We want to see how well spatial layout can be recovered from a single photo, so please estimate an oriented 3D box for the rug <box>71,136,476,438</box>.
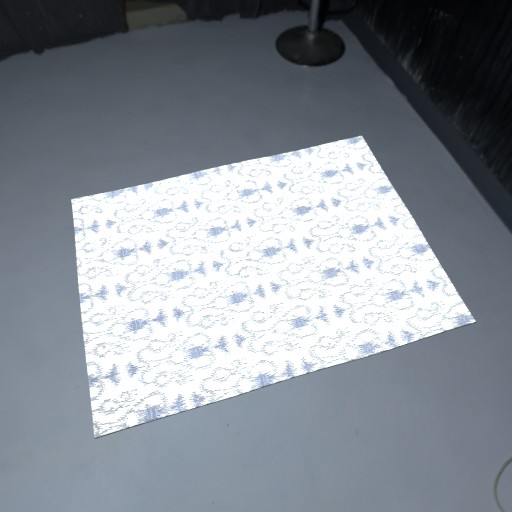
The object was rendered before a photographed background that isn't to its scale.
[{"bbox_3d":[0.000,0.000,2.904,2.261,0.013,1.676,-14,59,-9],"label":"rug"}]
